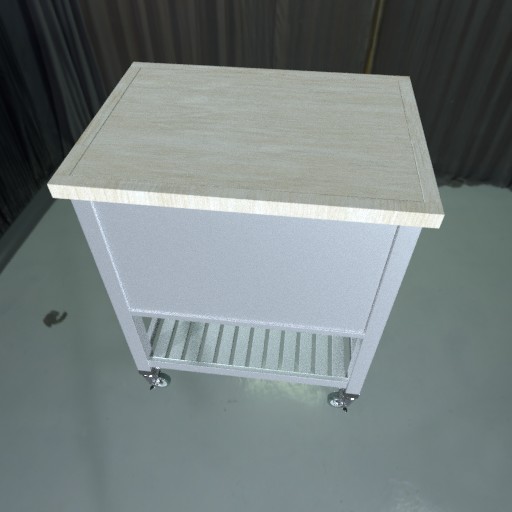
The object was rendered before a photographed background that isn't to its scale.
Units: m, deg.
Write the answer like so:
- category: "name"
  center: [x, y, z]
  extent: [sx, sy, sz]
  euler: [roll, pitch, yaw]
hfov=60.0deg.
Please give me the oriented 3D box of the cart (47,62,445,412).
- category: "cart"
  center: [0.000, 0.000, 1.365]
  extent: [0.762, 0.914, 0.559]
  euler: [5, 47, 5]
